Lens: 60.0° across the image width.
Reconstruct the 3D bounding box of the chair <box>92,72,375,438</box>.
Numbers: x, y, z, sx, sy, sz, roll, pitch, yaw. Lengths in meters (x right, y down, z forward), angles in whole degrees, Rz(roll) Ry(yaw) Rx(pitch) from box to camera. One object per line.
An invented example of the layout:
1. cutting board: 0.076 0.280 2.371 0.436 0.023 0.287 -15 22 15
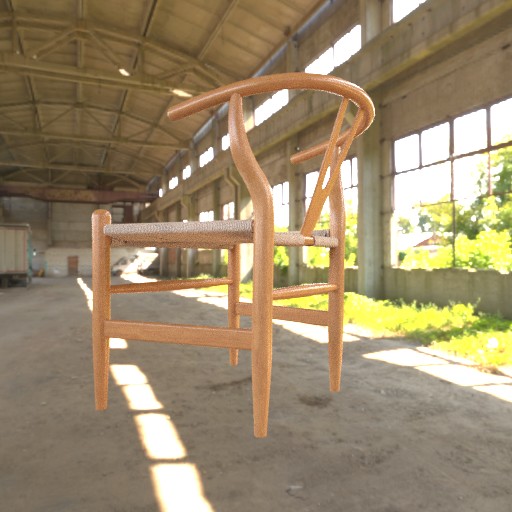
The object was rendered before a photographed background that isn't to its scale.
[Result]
1. chair: 0.000 0.000 1.127 0.579 0.730 0.569 0 0 34
